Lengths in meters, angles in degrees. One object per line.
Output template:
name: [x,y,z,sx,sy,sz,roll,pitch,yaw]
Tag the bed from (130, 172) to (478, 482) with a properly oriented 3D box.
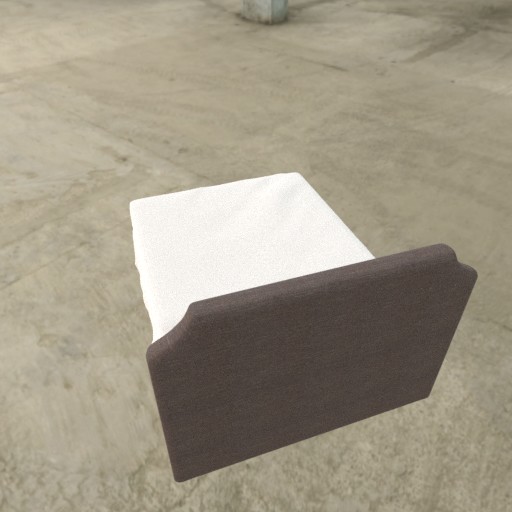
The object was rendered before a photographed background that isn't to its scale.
bed: [0.000,0.000,3.081,1.693,1.290,2.116,-12,40,-15]
